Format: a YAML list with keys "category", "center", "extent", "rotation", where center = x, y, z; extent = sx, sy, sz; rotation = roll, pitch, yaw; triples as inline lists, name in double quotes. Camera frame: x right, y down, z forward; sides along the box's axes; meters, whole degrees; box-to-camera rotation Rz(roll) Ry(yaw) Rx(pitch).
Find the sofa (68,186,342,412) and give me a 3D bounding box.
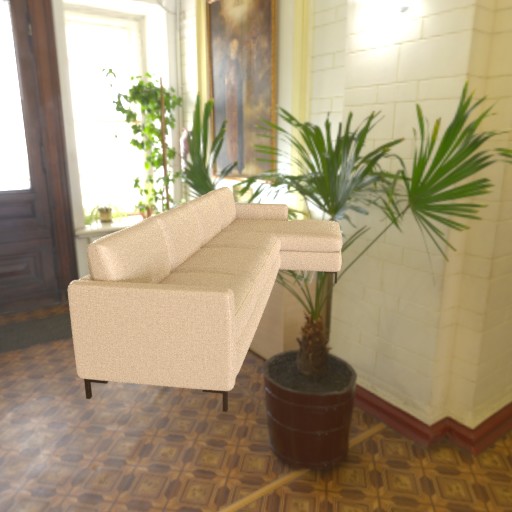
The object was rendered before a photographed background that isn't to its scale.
- category: "sofa"
  center: [0.000, 0.000, 3.159]
  extent: [1.258, 0.755, 2.731]
  rotation: [2, 15, 9]
